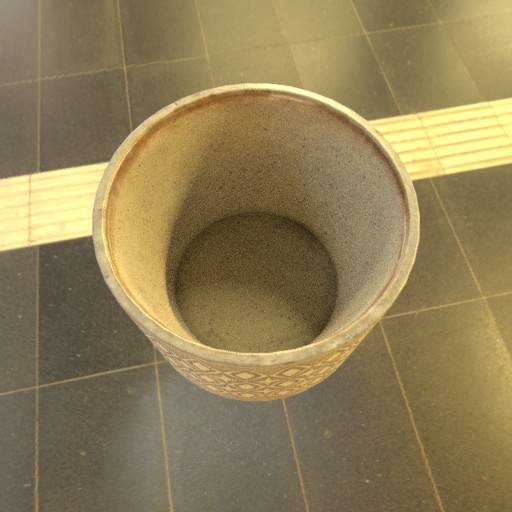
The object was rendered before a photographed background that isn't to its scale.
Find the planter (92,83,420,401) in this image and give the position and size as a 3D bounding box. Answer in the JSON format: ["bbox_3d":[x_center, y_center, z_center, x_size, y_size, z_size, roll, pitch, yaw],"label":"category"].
[{"bbox_3d":[0.000,0.000,0.318,0.186,0.144,0.186,0,65,0],"label":"planter"}]
